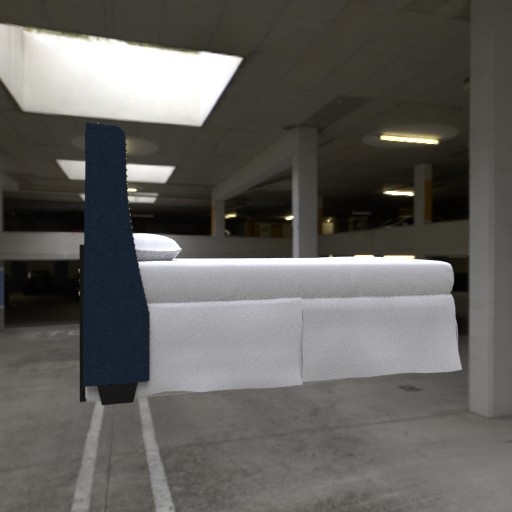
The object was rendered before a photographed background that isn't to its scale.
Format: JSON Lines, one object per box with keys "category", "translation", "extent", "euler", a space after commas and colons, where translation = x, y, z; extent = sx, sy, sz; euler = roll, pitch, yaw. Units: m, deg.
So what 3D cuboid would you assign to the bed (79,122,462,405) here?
{"category": "bed", "translation": [0.000, 0.000, 3.130], "extent": [2.223, 1.402, 1.604], "euler": [0, 0, -17]}
